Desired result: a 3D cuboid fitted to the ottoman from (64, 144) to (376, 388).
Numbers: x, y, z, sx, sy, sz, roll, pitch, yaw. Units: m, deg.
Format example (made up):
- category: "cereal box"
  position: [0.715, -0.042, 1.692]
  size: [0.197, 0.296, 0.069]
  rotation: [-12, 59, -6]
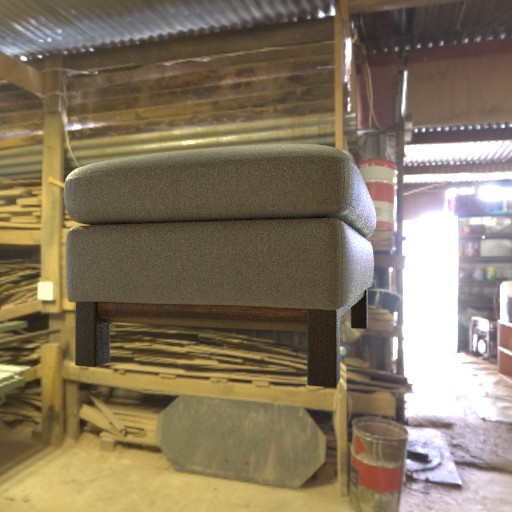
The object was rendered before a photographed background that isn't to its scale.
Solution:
- category: "ottoman"
  position: [0.000, 0.000, 1.046]
  size: [0.528, 0.404, 0.735]
  rotation: [0, -1, 18]
